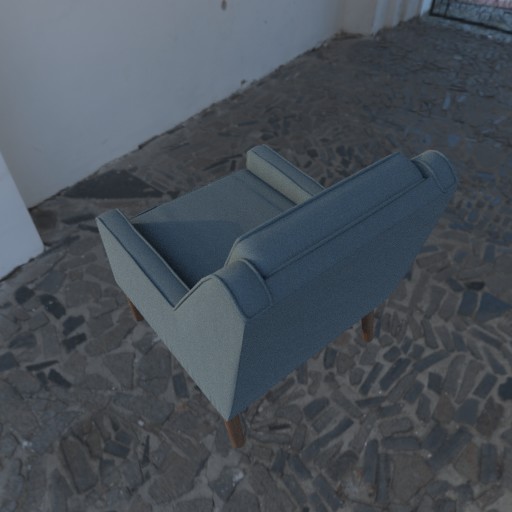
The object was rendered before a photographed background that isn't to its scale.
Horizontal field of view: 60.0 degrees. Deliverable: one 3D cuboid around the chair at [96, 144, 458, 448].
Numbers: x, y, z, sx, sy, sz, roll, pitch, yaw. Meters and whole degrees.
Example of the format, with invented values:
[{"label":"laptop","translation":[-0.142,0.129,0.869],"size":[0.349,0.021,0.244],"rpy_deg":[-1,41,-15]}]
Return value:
[{"label":"chair","translation":[0.000,0.000,1.321],"size":[0.663,0.780,0.733],"rpy_deg":[-30,52,-27]}]
